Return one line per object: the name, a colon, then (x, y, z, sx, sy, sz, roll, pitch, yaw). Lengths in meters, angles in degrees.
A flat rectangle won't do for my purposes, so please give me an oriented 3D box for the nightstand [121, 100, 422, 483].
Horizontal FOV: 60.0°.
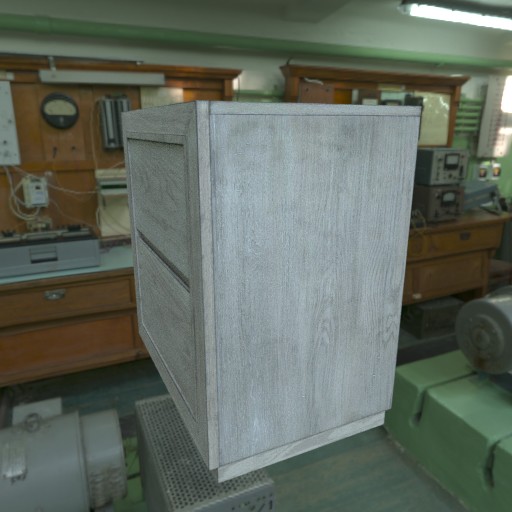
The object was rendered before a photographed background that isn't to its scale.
nightstand: (0.000, 0.000, 1.074, 0.483, 0.673, 0.612, -8, 18, -25)
